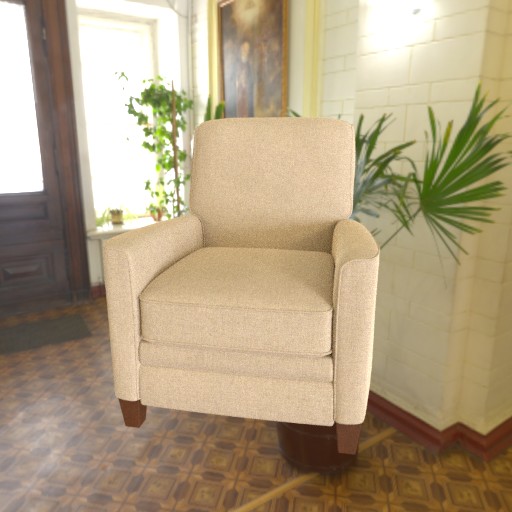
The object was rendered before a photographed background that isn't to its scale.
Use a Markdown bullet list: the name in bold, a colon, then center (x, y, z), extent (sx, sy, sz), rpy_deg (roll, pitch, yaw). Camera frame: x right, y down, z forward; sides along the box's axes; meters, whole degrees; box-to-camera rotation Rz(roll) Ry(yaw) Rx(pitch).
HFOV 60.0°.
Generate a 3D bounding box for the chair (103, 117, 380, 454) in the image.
- **chair**: center (0.000, 0.000, 1.648), extent (0.845, 1.023, 0.859), rpy_deg (3, 14, 10)
